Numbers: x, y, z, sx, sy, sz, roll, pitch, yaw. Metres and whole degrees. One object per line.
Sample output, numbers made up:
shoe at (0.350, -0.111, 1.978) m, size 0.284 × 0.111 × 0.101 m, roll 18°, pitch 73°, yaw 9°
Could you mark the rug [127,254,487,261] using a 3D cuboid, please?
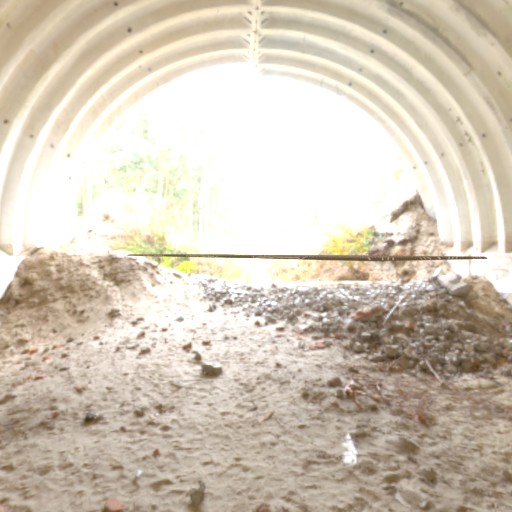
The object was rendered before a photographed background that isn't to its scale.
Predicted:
rug at (0.000, 0.000, 2.741) m, size 0.773 × 0.012 × 2.464 m, roll 0°, pitch 1°, yaw -35°
